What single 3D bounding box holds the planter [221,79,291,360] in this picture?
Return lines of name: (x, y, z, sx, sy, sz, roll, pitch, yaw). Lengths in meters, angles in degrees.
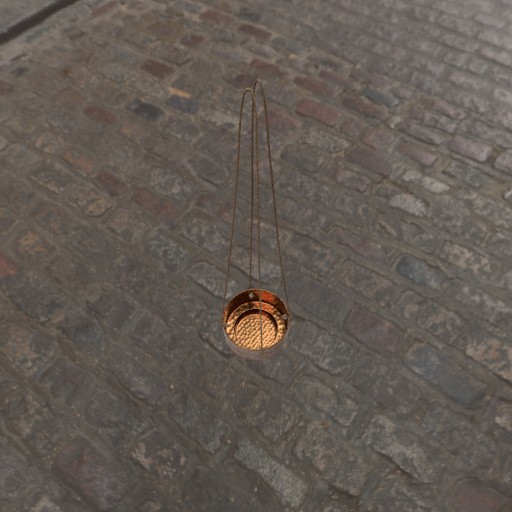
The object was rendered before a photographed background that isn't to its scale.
planter: (0.000, 0.000, 1.131, 0.223, 1.030, 0.223, 31, 63, 18)
